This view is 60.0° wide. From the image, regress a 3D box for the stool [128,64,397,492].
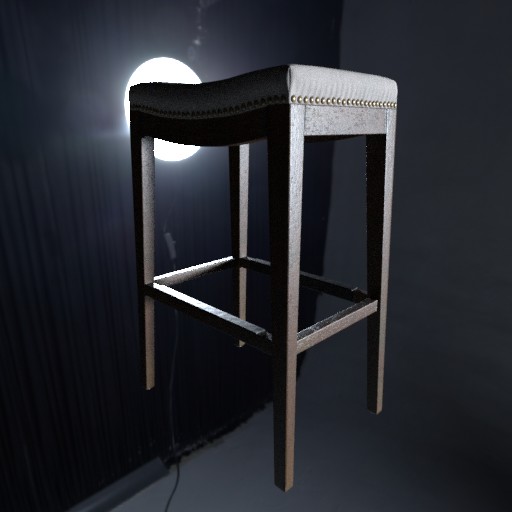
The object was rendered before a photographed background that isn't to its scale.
[{"bbox_3d":[0.000,0.000,1.020,0.508,0.762,0.356,16,23,43],"label":"stool"}]
